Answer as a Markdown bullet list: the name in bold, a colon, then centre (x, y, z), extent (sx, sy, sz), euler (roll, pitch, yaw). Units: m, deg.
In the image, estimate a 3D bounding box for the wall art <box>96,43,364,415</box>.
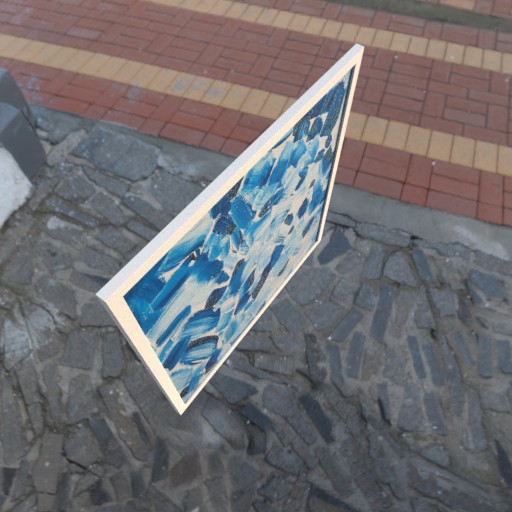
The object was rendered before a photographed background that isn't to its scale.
- **wall art**: centre (0.000, 0.000, 0.679), extent (0.012, 0.457, 0.457), euler (32, 64, 18)
